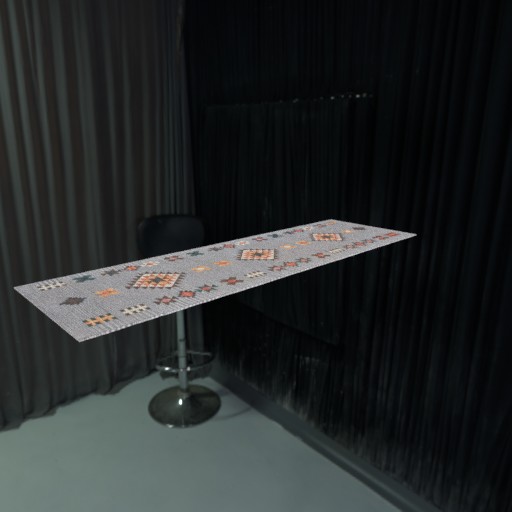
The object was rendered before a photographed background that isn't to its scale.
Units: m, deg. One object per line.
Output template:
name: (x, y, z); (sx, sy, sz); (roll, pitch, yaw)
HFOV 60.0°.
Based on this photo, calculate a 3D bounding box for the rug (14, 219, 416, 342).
rug: (0.000, 0.000, 2.634); (2.432, 0.008, 0.766); (-14, 21, -41)
